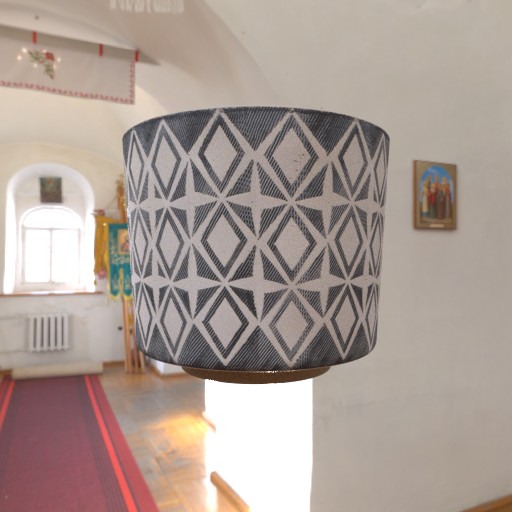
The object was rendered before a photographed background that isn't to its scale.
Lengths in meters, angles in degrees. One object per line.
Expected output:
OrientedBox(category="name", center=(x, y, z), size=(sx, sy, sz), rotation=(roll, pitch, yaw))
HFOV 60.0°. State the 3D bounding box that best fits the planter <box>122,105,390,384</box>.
OrientedBox(category="planter", center=(0.000, 0.000, 0.451), size=(0.260, 0.220, 0.260), rotation=(0, 0, 0))
